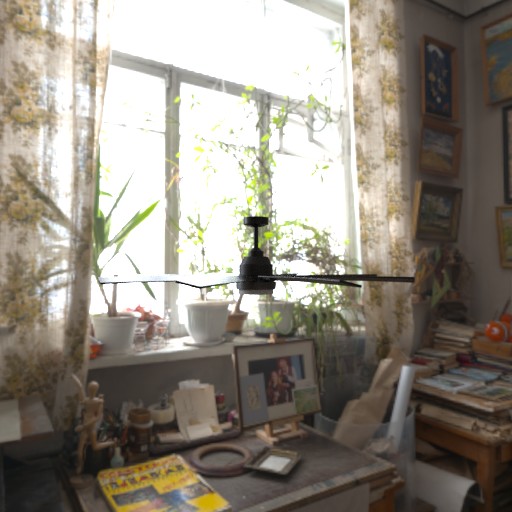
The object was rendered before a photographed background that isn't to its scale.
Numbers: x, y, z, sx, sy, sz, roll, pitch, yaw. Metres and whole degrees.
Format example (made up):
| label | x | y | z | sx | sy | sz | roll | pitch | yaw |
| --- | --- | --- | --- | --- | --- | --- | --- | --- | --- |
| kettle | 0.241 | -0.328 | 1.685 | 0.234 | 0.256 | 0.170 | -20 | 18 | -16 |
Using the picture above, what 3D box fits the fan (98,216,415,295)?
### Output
| label | x | y | z | sx | sy | sz | roll | pitch | yaw |
| --- | --- | --- | --- | --- | --- | --- | --- | --- | --- |
| fan | 0.000 | 0.000 | 2.718 | 1.830 | 0.472 | 1.830 | 0 | -1 | 18 |
